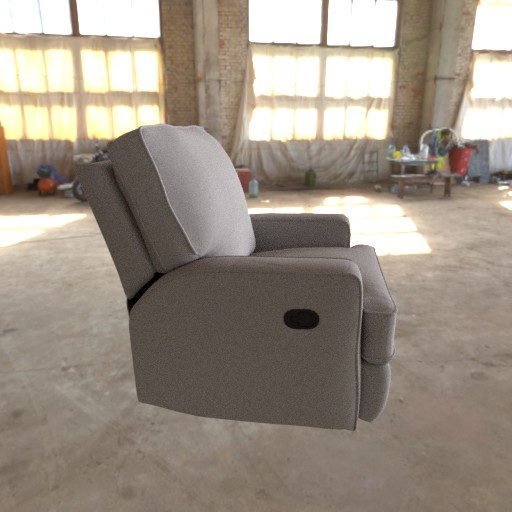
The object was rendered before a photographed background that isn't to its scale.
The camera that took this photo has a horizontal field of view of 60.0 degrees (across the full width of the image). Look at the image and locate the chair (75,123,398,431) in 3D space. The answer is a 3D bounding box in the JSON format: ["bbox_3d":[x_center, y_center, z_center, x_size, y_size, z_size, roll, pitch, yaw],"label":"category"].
[{"bbox_3d":[0.000,0.000,1.681,0.969,0.964,0.861,3,17,9],"label":"chair"}]
